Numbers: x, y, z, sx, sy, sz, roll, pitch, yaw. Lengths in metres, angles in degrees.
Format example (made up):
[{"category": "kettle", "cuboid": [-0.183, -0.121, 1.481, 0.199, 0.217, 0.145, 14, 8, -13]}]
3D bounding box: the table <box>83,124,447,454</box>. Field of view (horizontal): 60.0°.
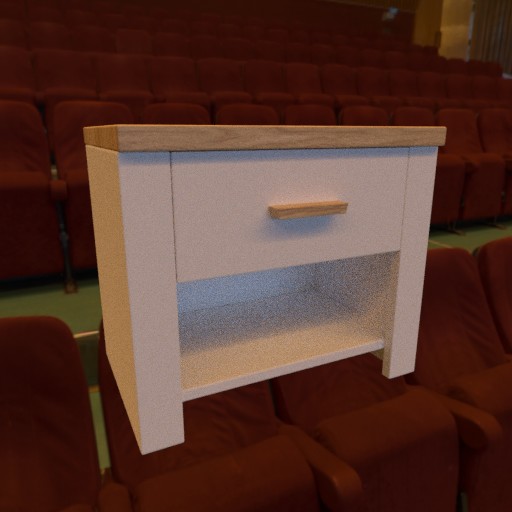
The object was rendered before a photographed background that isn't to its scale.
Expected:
[{"category": "table", "cuboid": [0.000, 0.000, 0.788, 0.500, 0.440, 0.360, -8, 17, -25]}]
